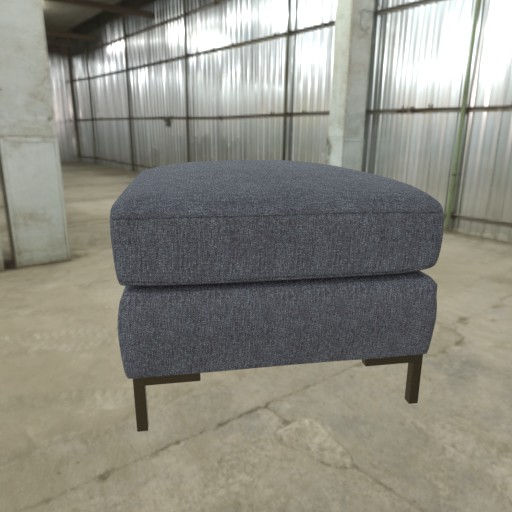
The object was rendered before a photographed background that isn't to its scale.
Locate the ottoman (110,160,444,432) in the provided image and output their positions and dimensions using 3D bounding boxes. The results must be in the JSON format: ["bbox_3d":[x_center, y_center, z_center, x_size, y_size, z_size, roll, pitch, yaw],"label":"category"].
[{"bbox_3d":[0.000,0.000,1.303,0.695,0.533,0.831,-3,16,-9],"label":"ottoman"}]
